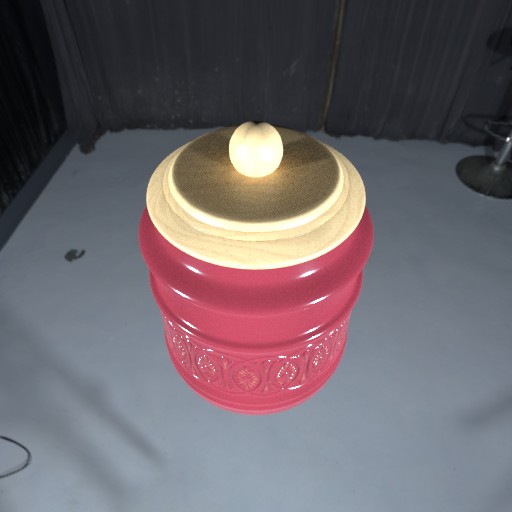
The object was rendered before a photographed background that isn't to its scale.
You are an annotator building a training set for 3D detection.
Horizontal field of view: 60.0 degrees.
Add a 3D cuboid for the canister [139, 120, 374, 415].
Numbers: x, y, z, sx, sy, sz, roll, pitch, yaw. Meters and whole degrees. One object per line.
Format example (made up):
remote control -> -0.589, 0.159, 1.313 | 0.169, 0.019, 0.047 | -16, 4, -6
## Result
canister -> 0.000, 0.000, 0.270 | 0.130, 0.176, 0.130 | 0, 47, 0
